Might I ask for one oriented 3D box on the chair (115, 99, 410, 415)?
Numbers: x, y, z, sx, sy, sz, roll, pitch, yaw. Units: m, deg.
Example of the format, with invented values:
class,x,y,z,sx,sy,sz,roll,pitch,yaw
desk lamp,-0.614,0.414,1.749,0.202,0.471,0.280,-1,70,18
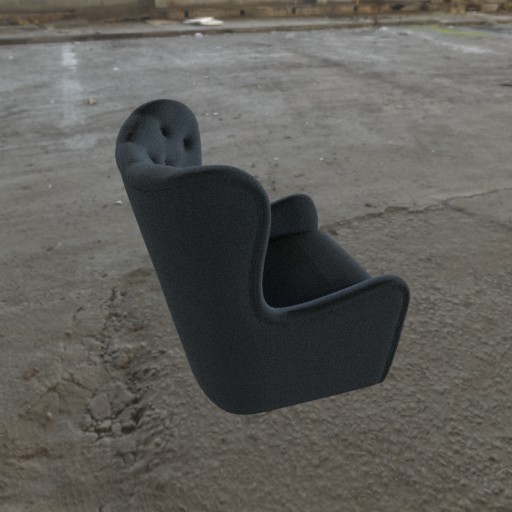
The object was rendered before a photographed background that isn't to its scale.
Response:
class,x,y,z,sx,sy,sz,roll,pitch,yaw
chair,0.000,0.000,1.759,0.930,1.079,0.831,-11,34,-17
